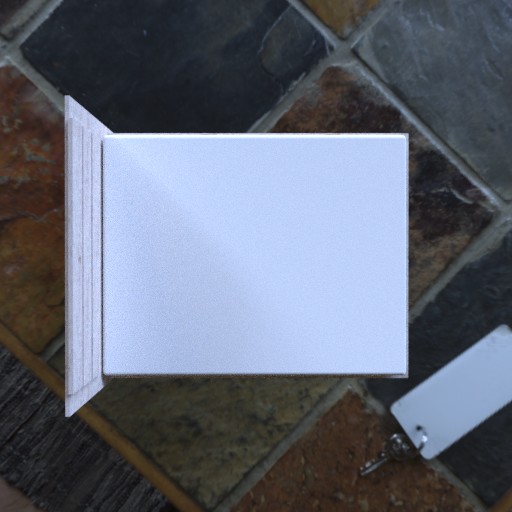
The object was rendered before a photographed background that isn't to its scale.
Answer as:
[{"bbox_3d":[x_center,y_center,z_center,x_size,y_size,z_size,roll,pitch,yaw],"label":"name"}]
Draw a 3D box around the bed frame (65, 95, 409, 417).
[{"bbox_3d":[0.000,0.000,2.883,2.080,0.970,1.750,0,90,0],"label":"bed frame"}]
